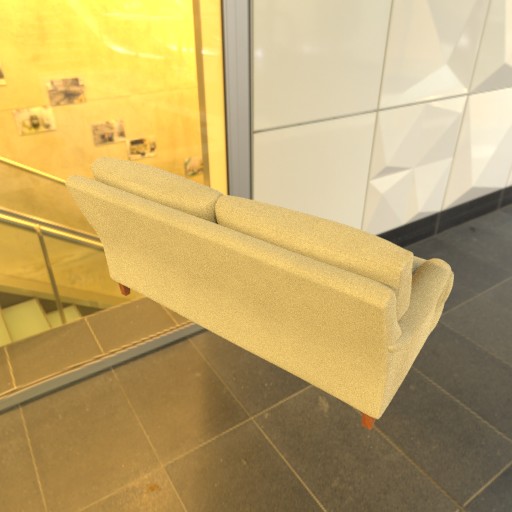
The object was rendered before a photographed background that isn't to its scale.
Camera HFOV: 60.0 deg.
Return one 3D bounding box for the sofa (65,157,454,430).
[{"bbox_3d":[0.000,0.000,2.649,2.070,0.997,1.091,21,37,31],"label":"sofa"}]
